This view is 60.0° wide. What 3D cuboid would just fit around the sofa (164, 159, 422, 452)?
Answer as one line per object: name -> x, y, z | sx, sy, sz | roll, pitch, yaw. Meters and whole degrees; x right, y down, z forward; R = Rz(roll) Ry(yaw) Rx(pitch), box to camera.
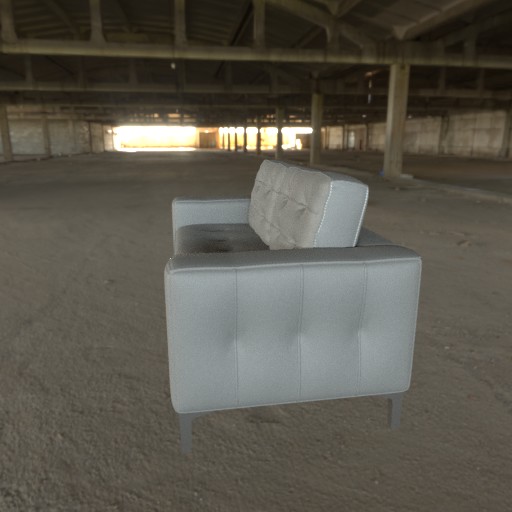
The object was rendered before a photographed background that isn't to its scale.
sofa -> 0.000, 0.000, 2.205 | 0.833, 0.893, 1.726 | -2, 15, -9
